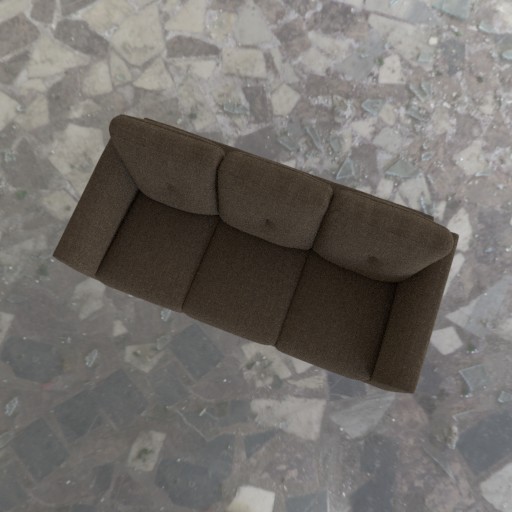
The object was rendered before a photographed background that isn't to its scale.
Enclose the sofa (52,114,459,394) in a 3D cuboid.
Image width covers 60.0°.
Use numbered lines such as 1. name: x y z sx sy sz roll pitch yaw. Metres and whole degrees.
1. sofa: 0.000 0.000 2.350 1.847 0.891 0.837 20 77 5
